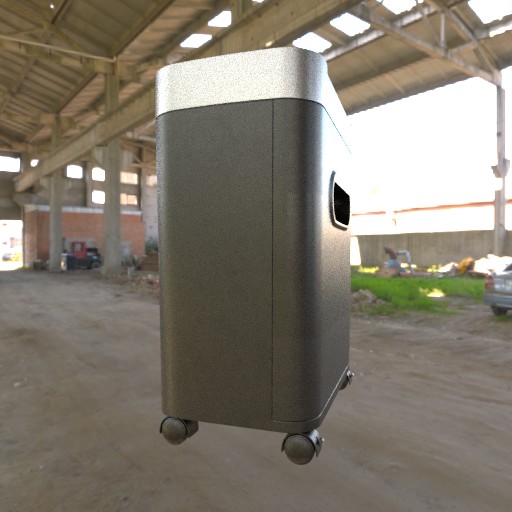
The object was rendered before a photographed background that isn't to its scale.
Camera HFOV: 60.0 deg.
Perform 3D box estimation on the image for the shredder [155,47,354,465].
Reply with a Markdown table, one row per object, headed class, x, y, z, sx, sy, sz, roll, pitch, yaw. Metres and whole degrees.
| class | x | y | z | sx | sy | sz | roll | pitch | yaw |
| --- | --- | --- | --- | --- | --- | --- | --- | --- | --- |
| shredder | 0.000 | 0.000 | 0.609 | 0.237 | 0.419 | 0.311 | 0 | 0 | 19 |
